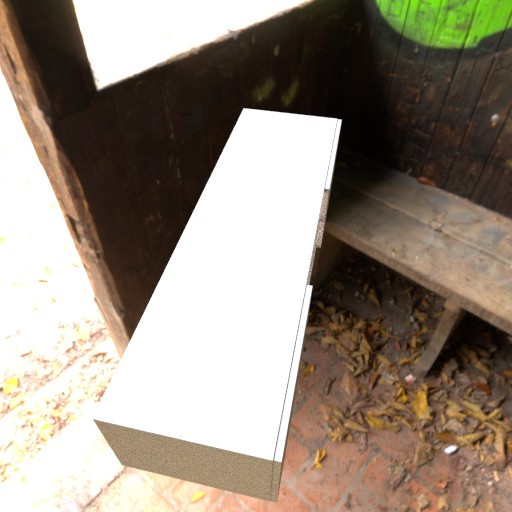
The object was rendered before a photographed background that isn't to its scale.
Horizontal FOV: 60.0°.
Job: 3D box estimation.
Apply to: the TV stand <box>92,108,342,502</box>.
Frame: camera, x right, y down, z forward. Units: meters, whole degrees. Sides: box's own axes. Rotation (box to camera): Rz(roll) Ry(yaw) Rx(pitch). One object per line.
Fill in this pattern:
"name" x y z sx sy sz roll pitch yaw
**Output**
"TV stand" 0.000 0.000 1.518 0.420 0.310 1.400 9 47 9
